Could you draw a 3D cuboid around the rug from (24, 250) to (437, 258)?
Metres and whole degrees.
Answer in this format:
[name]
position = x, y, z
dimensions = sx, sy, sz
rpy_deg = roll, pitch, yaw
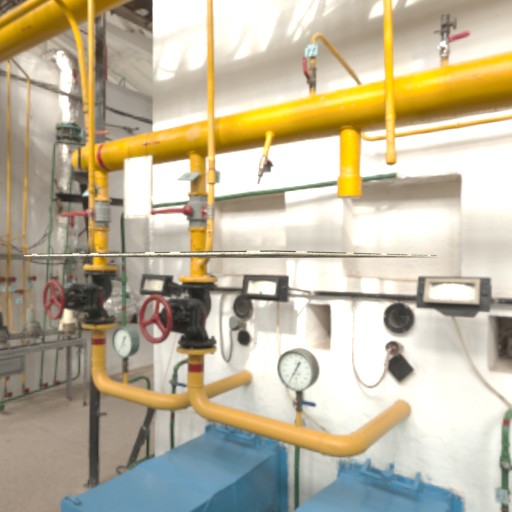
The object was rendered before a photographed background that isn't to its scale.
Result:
[rug]
position = 0.000, 0.000, 4.117
dimensions = 2.466, 0.021, 3.049
rpy_deg = 0, -1, 36
